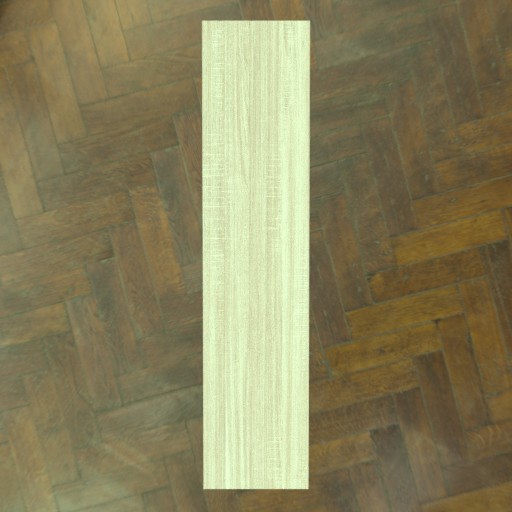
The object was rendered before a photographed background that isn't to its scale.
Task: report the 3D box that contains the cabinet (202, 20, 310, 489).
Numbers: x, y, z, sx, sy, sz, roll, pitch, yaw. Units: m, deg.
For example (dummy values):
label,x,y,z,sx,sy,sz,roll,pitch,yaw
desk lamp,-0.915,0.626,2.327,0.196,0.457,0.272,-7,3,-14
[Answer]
label,x,y,z,sx,sy,sz,roll,pitch,yaw
cabinet,0.000,0.000,2.471,0.500,0.780,2.200,0,92,0
